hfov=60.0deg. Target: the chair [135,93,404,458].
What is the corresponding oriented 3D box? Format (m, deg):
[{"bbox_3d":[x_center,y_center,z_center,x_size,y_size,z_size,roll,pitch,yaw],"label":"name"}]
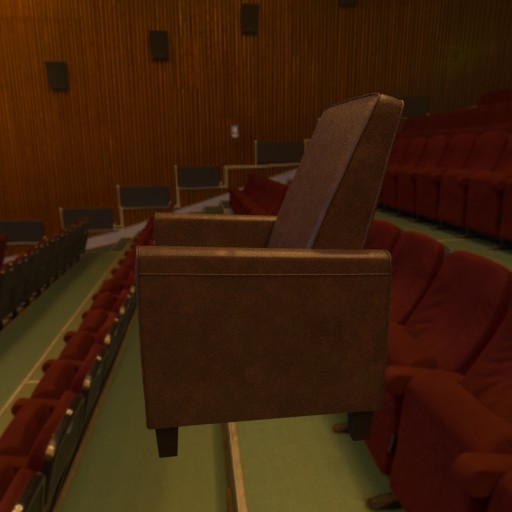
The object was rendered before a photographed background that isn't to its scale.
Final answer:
[{"bbox_3d":[0.000,0.000,1.498,0.746,1.013,0.705,-2,14,-8],"label":"chair"}]
